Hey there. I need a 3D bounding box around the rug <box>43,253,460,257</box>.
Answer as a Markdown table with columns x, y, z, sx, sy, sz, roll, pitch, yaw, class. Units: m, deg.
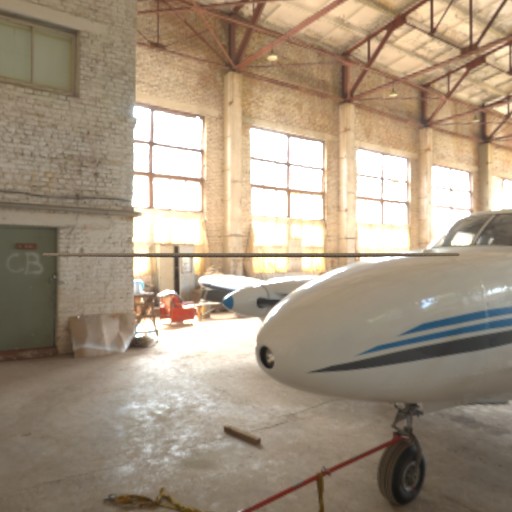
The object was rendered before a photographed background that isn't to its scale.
| x | y | z | sx | sy | sz | roll | pitch | yaw | class |
| --- | --- | --- | --- | --- | --- | --- | --- | --- | --- |
| 0.000 | 0.000 | 4.058 | 2.407 | 0.020 | 3.051 | 0 | 0 | 2 | rug |
